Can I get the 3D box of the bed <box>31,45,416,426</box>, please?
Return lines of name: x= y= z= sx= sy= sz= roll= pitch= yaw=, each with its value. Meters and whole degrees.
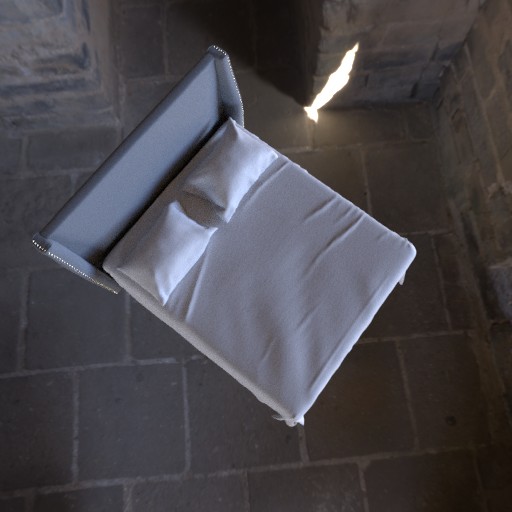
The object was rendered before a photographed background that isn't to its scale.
bed: x=0.000 y=0.000 z=3.509 sx=2.276 sy=1.332 sz=1.925 roll=37 pitch=79 yaw=9
